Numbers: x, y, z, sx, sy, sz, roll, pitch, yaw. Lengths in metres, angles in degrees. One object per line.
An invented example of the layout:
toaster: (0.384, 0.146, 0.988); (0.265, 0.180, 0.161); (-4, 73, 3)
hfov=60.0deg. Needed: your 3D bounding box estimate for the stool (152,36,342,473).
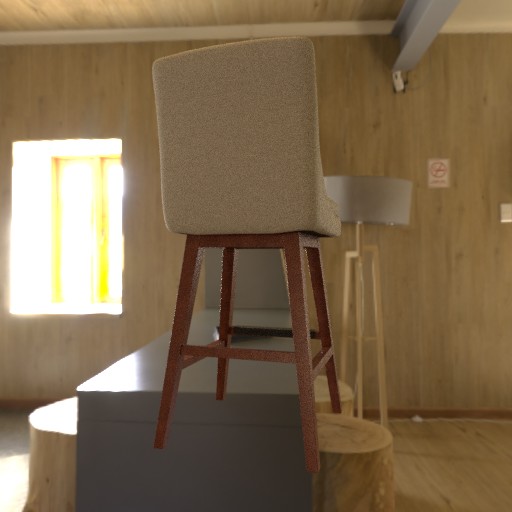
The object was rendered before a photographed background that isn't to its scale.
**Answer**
stool: (0.000, 0.000, 1.390); (0.470, 1.092, 0.559); (0, 0, 18)
